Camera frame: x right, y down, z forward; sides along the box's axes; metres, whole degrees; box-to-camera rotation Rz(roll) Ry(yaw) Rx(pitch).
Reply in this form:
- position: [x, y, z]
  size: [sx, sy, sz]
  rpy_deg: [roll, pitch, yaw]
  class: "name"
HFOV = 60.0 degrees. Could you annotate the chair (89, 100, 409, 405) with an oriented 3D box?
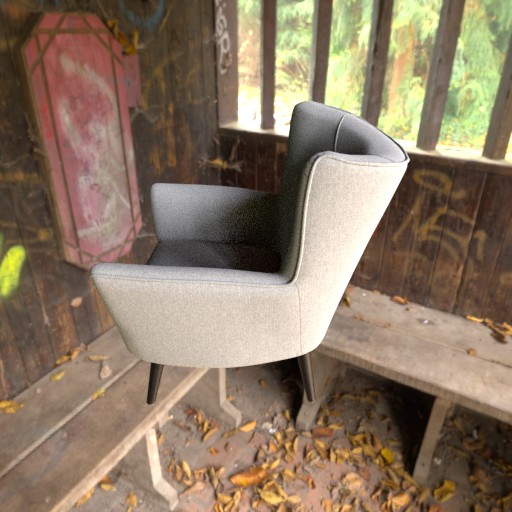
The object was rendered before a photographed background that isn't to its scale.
- position: [0.000, 0.000, 1.555]
  size: [0.888, 0.933, 0.781]
  rpy_deg: [1, 28, 2]
  class: "chair"
